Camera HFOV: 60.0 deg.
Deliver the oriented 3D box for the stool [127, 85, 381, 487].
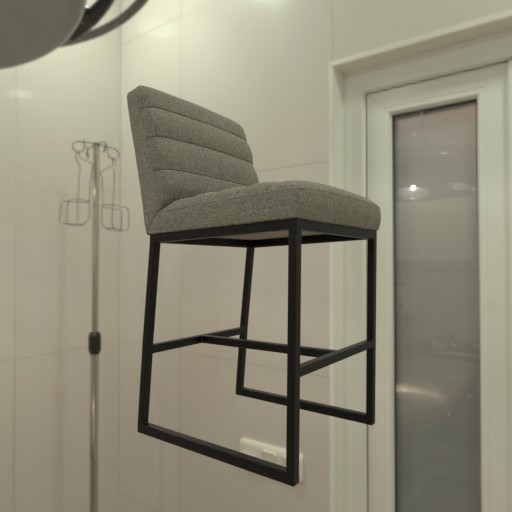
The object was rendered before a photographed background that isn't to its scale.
[{"bbox_3d":[0.000,0.000,1.226,0.560,0.940,0.460,-1,-1,36],"label":"stool"}]
